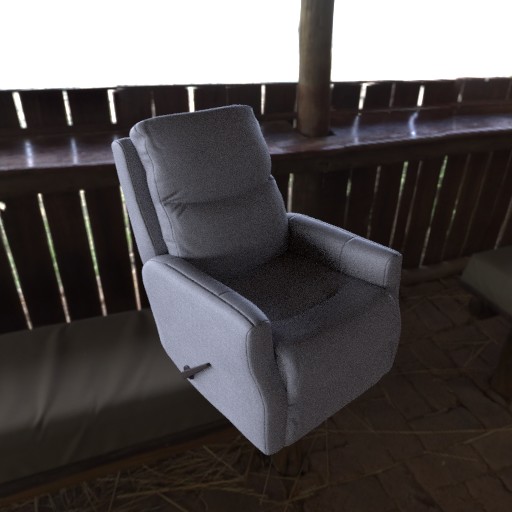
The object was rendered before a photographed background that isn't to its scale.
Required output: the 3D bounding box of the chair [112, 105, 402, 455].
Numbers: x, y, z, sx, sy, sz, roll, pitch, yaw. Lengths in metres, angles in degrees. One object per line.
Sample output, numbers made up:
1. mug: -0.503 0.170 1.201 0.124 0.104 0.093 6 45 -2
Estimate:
1. chair: 0.000 0.000 1.816 0.829 1.030 1.080 -21 36 -33
